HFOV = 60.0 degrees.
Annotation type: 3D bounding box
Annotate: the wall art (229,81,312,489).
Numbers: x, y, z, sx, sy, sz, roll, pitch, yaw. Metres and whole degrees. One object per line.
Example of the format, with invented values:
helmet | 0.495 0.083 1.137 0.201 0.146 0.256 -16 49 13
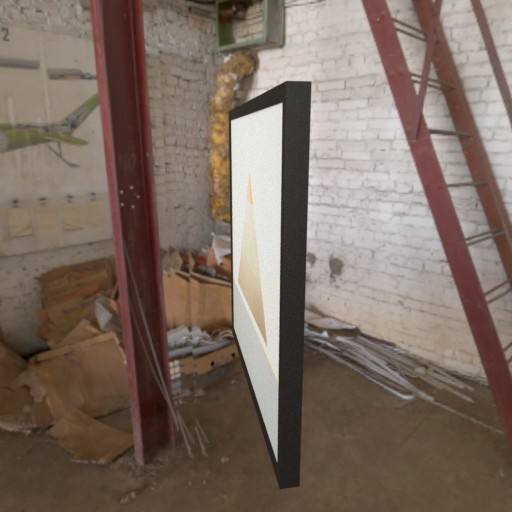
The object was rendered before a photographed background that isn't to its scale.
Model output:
wall art | 0.000 0.000 0.773 0.028 0.511 0.513 -3 15 -10
